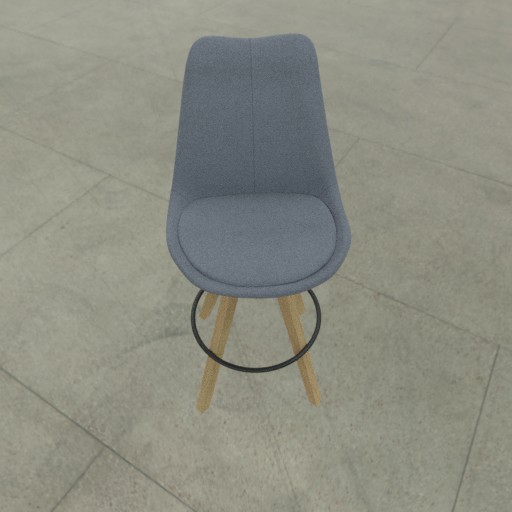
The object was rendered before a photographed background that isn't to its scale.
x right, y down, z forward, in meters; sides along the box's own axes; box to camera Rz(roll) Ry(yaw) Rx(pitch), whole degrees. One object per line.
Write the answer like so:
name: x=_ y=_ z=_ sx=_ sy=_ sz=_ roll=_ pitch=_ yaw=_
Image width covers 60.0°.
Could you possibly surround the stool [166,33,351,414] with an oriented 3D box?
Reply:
stool: x=0.000 y=0.000 z=1.365 sx=0.485 sy=1.115 sz=0.550 roll=-3 pitch=47 yaw=-3
